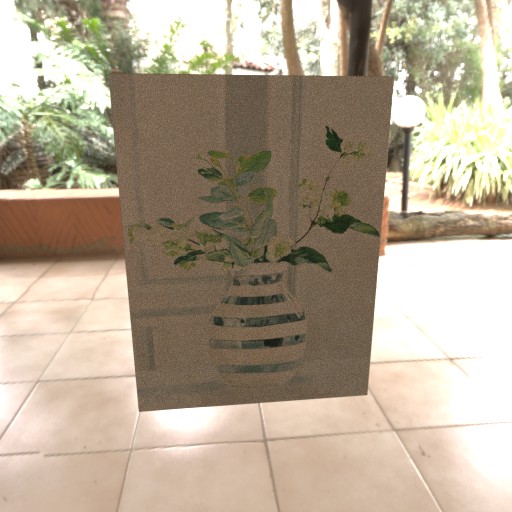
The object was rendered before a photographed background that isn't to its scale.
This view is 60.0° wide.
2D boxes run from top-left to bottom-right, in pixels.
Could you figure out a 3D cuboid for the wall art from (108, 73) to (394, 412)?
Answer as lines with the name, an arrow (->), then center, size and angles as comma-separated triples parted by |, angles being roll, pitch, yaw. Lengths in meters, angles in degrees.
wall art -> 0.000, 0.000, 1.600 | 0.914, 1.212, 0.038 | -2, 17, -7
